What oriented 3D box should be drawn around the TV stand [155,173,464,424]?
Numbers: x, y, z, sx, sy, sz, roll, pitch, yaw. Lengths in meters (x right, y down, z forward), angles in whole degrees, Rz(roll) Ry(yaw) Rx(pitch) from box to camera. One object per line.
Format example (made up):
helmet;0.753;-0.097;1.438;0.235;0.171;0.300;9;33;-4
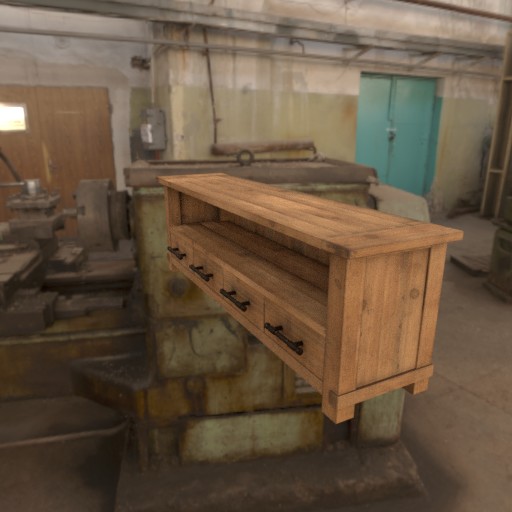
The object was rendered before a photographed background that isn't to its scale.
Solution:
TV stand;0.000;0.000;2.065;0.453;0.573;1.804;-9;19;-26
